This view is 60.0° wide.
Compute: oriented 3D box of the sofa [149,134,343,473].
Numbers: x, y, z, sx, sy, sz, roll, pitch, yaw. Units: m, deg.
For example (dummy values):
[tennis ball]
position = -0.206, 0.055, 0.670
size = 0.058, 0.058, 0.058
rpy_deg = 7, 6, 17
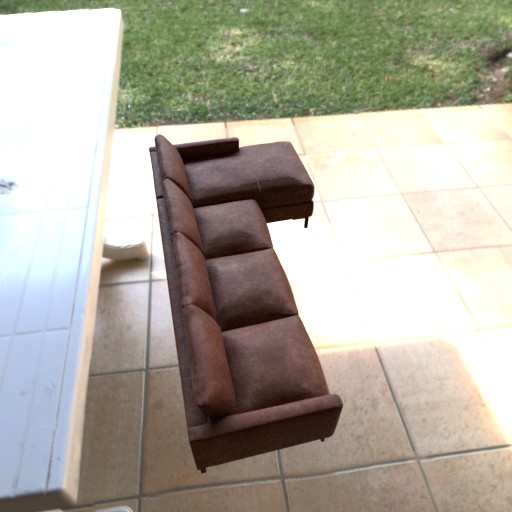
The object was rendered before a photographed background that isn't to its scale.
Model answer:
[sofa]
position = 0.000, 0.000, 3.660
size = 1.471, 0.859, 2.993
rpy_deg = -10, 47, -9
